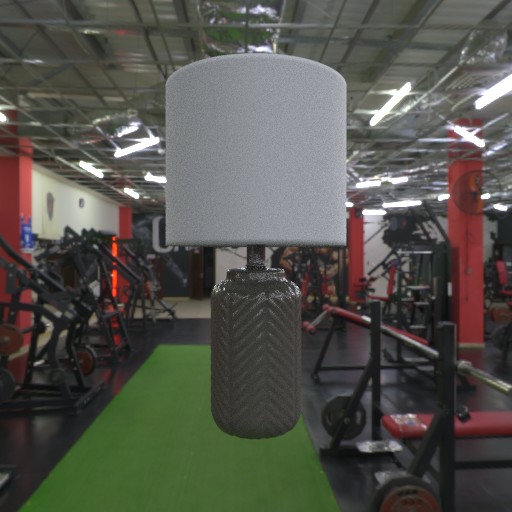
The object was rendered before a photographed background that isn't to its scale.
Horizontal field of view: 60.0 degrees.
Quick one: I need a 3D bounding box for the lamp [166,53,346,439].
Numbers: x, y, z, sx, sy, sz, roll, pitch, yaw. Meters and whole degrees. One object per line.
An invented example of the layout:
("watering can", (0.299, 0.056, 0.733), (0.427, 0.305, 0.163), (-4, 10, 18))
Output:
("lamp", (0.000, 0.000, 0.509), (0.203, 0.389, 0.203), (0, 0, 0))
